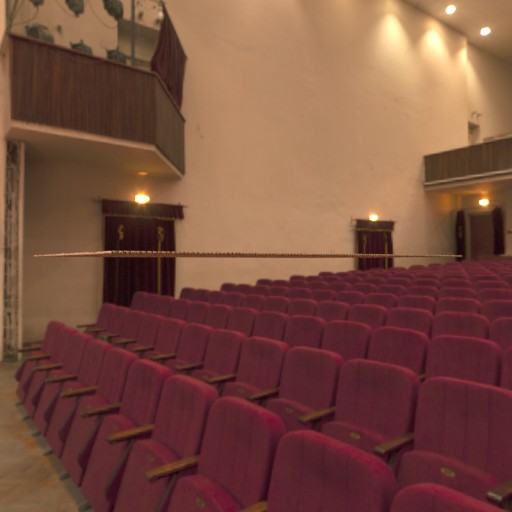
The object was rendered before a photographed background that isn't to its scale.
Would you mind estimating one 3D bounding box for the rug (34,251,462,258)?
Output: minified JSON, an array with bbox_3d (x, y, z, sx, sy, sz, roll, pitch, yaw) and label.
[{"bbox_3d":[0.000,0.000,2.966,2.439,0.011,1.533,0,-1,-36],"label":"rug"}]
